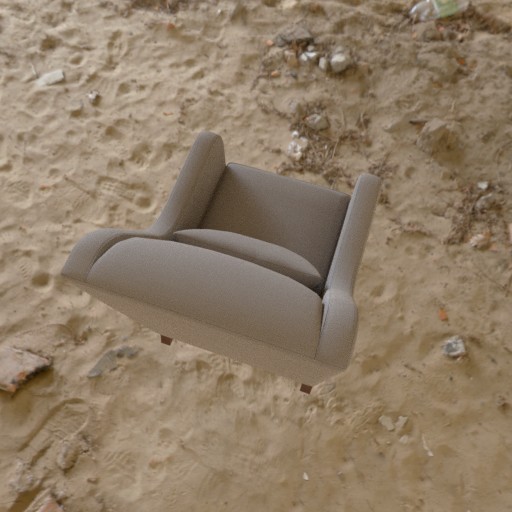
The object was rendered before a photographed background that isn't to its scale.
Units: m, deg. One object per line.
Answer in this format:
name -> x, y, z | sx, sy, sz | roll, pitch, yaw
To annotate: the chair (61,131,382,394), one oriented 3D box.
chair -> 0.000, 0.000, 1.600 | 0.715, 1.010, 0.863 | 17, 64, 9
